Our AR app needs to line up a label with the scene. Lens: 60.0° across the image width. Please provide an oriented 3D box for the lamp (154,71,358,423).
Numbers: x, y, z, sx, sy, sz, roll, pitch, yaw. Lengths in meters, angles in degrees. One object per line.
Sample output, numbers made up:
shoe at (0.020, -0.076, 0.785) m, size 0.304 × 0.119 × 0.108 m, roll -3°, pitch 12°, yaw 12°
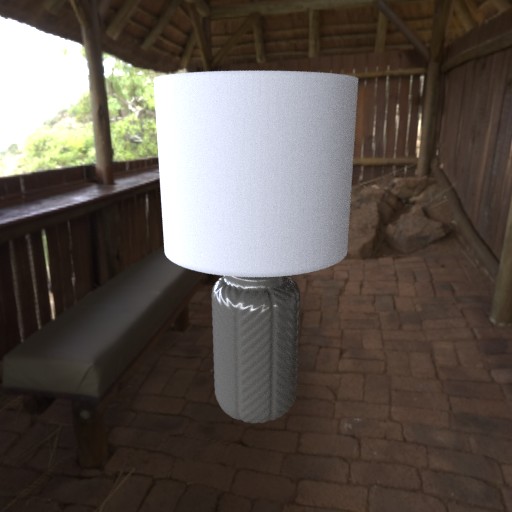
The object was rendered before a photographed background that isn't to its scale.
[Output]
lamp at (0.000, 0.000, 0.506) m, size 0.203 × 0.389 × 0.203 m, roll -3°, pitch 18°, yaw -10°
